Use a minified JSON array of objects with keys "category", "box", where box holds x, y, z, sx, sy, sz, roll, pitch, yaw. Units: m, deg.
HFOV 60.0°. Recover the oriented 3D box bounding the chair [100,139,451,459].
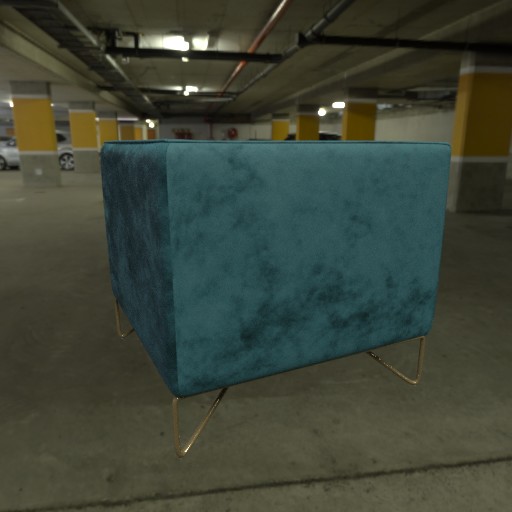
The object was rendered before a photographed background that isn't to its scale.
[{"category":"chair","box":[0.000,0.000,1.564,0.894,0.790,0.880,-7,16,-26]}]
